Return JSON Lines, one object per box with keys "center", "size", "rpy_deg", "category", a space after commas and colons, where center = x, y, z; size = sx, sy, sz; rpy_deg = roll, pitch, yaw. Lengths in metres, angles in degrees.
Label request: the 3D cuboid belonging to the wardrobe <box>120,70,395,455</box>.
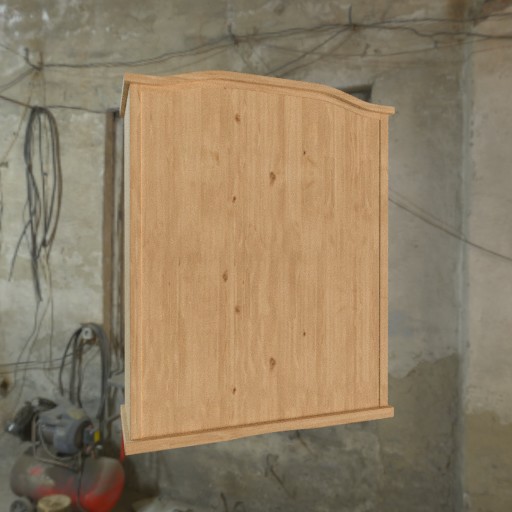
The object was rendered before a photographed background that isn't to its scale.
{"center": [0.000, 0.000, 2.592], "size": [1.500, 1.870, 0.570], "rpy_deg": [0, 0, -19], "category": "wardrobe"}
